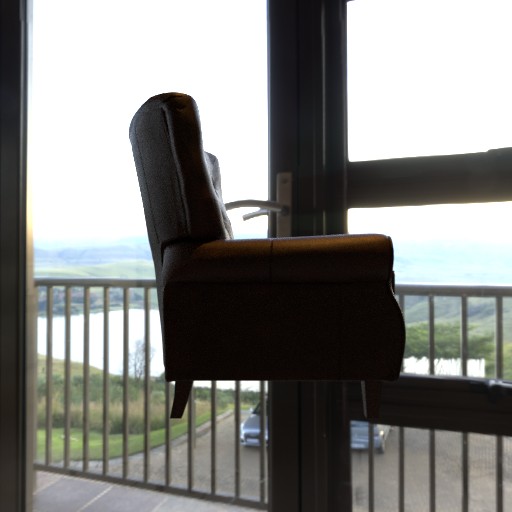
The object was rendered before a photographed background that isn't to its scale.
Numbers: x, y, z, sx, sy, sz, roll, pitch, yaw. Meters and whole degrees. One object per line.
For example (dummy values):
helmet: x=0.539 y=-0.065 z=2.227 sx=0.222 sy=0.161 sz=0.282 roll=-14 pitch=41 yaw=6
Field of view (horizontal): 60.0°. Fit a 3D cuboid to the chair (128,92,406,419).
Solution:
chair: x=0.000 y=0.000 z=1.916 sx=1.058 sy=1.158 sz=0.948 roll=0 pitch=-1 yaw=0
